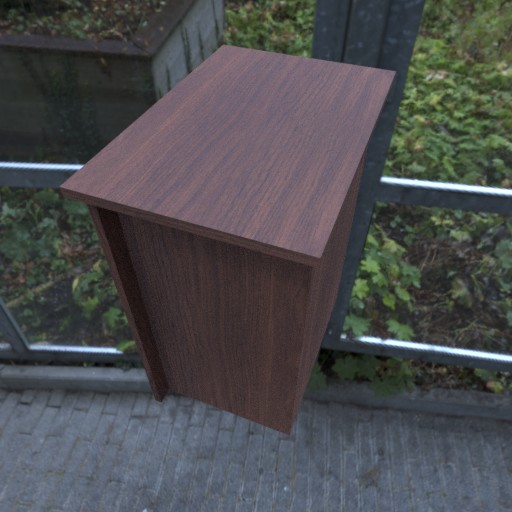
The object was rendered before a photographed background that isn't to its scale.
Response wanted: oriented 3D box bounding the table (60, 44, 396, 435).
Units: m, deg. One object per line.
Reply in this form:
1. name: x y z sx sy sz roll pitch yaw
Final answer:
1. table: 0.000 0.000 1.055 0.406 0.711 0.589 16 48 15
